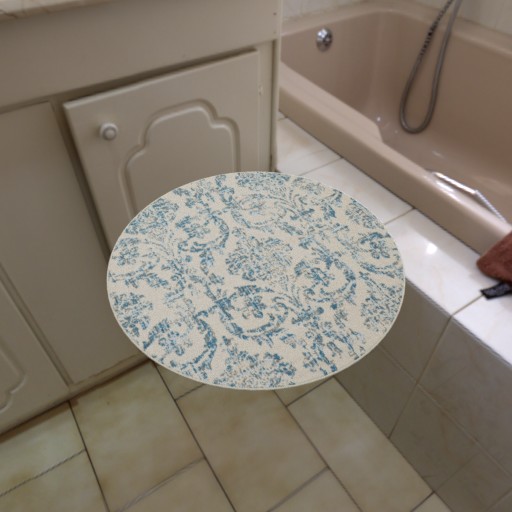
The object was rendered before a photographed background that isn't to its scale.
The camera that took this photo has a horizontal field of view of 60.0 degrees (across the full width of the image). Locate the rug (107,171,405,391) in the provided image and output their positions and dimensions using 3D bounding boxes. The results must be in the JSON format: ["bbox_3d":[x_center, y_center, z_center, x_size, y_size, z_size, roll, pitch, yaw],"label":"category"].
[{"bbox_3d":[0.000,0.000,2.428,1.593,0.012,1.593,0,45,0],"label":"rug"}]
